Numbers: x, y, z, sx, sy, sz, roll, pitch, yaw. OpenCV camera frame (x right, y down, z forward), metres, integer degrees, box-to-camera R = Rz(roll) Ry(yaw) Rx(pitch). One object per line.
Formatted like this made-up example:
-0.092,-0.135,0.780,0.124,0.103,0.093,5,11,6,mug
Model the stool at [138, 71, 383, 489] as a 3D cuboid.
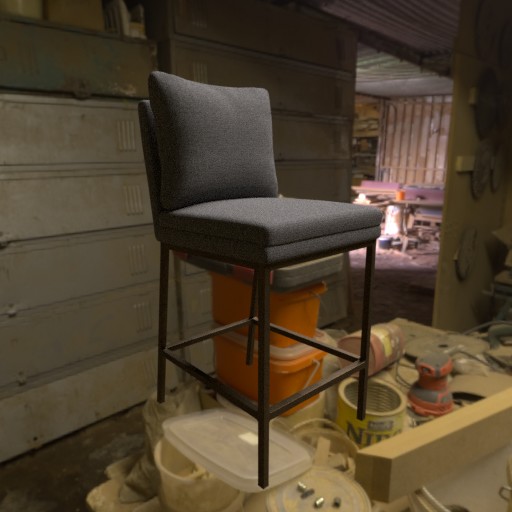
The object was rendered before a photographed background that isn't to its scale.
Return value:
0.000,0.000,1.325,0.463,1.031,0.569,-12,18,-41,stool
